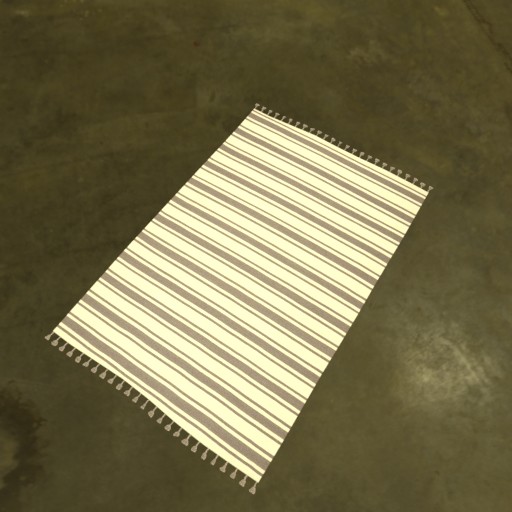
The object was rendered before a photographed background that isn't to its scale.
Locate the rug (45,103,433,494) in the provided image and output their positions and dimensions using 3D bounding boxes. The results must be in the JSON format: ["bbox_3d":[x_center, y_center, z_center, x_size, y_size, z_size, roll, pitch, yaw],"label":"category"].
[{"bbox_3d":[0.000,0.000,3.020,1.563,0.014,2.425,30,67,15],"label":"rug"}]
